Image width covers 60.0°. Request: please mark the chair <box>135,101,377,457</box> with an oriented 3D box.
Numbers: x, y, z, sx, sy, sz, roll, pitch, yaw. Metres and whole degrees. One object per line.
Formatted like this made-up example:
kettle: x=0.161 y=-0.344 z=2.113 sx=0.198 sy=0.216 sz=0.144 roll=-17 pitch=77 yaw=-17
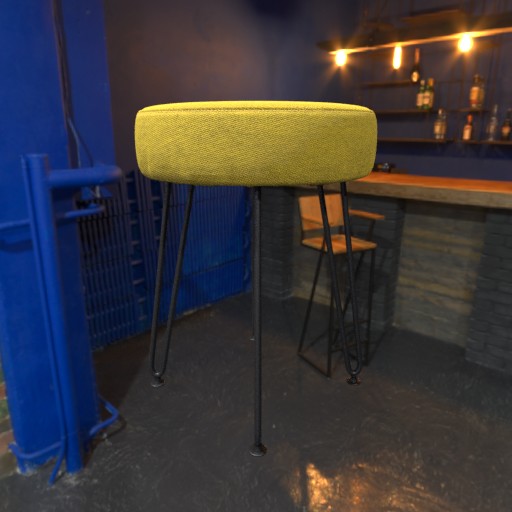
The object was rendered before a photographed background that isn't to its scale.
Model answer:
chair: x=0.000 y=0.000 z=0.703 sx=0.345 sy=0.455 sz=0.345 roll=15 pitch=22 yaw=42
